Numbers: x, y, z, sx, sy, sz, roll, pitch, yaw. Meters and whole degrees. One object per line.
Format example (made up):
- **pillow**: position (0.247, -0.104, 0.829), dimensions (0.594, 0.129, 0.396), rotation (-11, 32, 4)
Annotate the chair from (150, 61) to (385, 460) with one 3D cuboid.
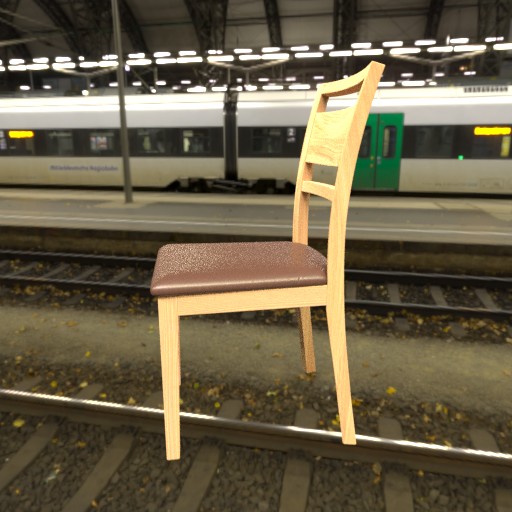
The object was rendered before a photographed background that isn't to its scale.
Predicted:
- **chair**: position (0.000, 0.000, 1.216), dimensions (0.545, 0.940, 0.420), rotation (-2, 14, -9)
